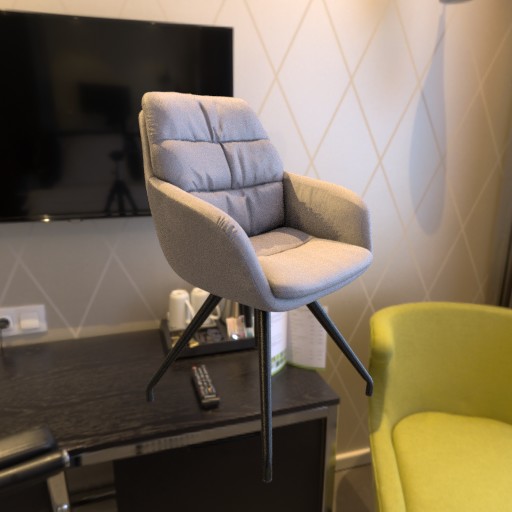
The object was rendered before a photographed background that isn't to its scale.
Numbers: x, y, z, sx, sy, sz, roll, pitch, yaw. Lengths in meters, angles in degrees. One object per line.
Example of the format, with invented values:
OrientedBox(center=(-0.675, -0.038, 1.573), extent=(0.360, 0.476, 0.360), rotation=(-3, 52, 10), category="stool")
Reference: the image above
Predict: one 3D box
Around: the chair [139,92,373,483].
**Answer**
OrientedBox(center=(0.000, 0.000, 1.251), extent=(0.569, 0.888, 0.579), rotation=(13, 20, 41), category="chair")
